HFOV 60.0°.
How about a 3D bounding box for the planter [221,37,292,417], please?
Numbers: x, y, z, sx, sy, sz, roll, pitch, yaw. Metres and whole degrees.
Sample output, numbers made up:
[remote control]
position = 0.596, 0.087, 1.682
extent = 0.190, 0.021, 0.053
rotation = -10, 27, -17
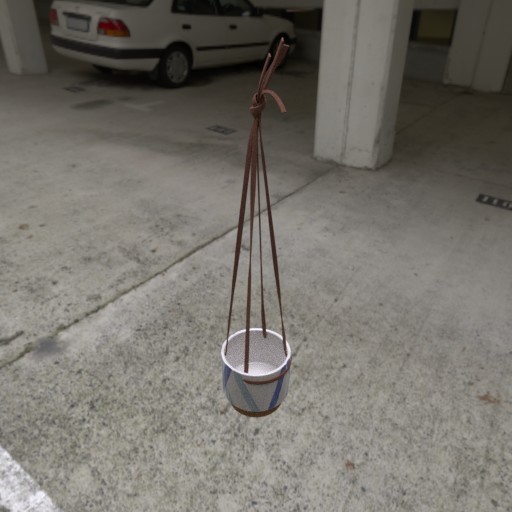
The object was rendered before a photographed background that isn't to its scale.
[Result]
[planter]
position = 0.000, 0.000, 0.844
extent = 0.157, 0.753, 0.153
rotation = 19, 35, 29
